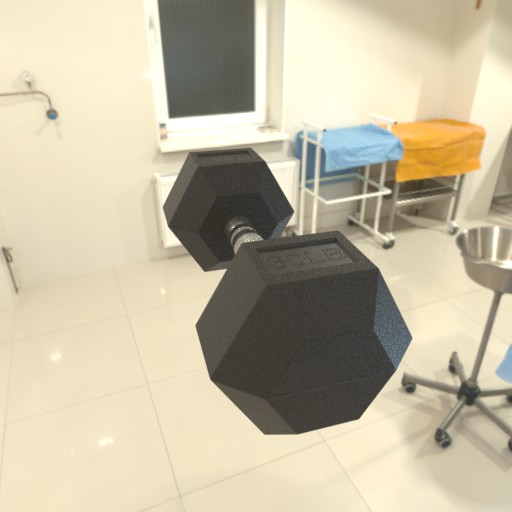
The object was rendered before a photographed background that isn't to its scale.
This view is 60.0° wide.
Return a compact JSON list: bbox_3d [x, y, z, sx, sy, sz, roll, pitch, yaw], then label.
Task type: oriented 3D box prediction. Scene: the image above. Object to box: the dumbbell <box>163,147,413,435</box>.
[{"bbox_3d":[0.000,0.000,0.410,0.142,0.123,0.337,-8,30,-14],"label":"dumbbell"}]
